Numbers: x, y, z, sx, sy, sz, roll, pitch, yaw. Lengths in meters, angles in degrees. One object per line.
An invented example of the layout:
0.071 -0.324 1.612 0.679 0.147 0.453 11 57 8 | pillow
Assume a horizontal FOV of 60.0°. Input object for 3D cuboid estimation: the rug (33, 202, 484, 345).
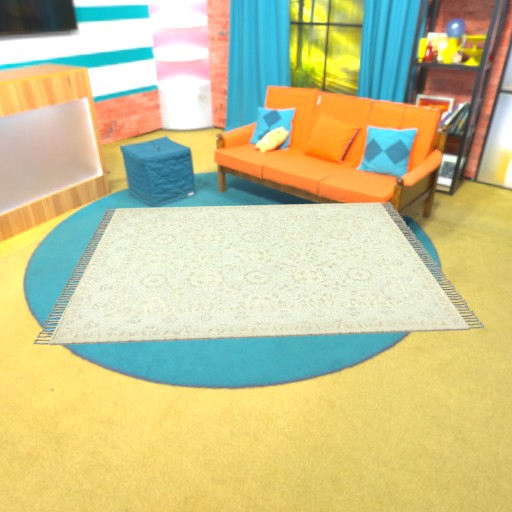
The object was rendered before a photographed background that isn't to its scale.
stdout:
0.000 0.000 2.256 1.771 0.015 1.223 -2 31 -3 | rug
